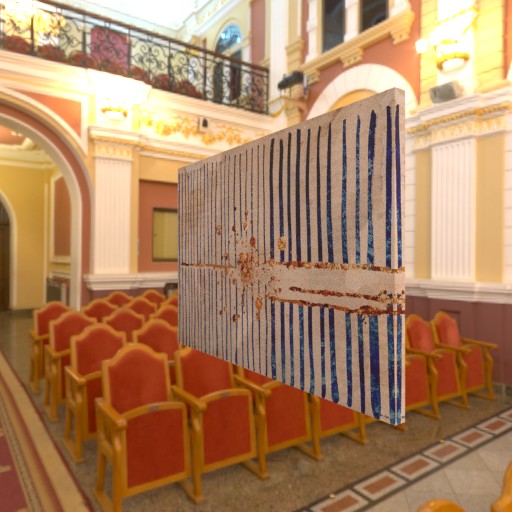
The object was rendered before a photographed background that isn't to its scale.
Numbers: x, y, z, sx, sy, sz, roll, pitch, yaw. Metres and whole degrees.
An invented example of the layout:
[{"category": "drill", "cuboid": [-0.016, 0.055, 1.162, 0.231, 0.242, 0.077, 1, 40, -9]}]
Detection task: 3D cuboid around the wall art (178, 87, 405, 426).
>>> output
[{"category": "wall art", "cuboid": [0.000, 0.000, 1.181, 0.030, 0.609, 0.919, 0, 0, -35]}]
